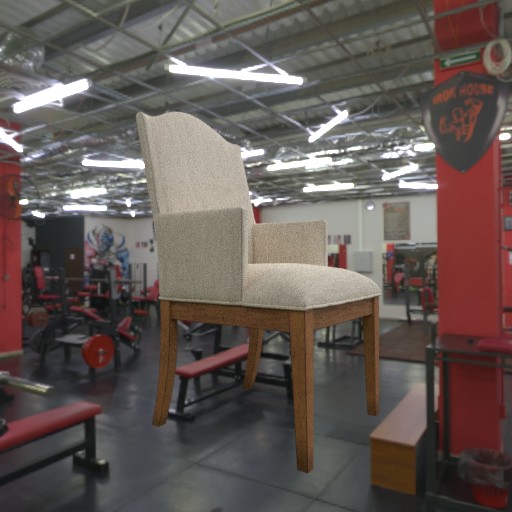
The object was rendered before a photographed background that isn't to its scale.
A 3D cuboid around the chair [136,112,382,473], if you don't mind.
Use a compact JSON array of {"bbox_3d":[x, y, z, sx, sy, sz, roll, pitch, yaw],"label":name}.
[{"bbox_3d":[0.000,0.000,1.412,0.641,1.016,0.533,0,0,35],"label":"chair"}]
